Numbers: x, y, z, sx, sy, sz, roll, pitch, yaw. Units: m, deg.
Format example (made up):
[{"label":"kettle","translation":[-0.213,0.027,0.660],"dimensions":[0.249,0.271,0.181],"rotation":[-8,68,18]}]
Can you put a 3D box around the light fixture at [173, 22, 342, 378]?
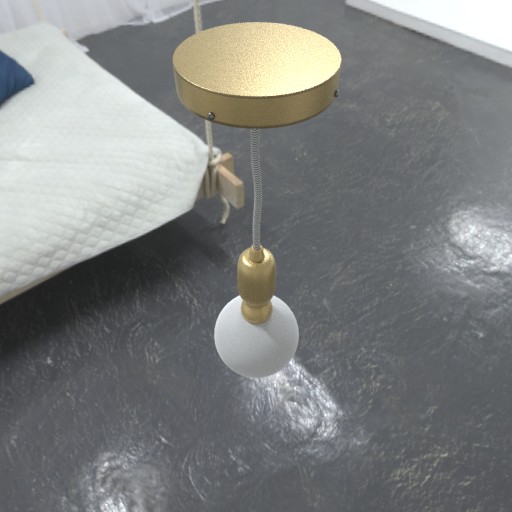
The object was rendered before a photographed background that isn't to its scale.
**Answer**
[{"label":"light fixture","translation":[0.000,0.000,0.566],"dimensions":[0.147,0.510,0.146],"rotation":[24,52,20]}]
